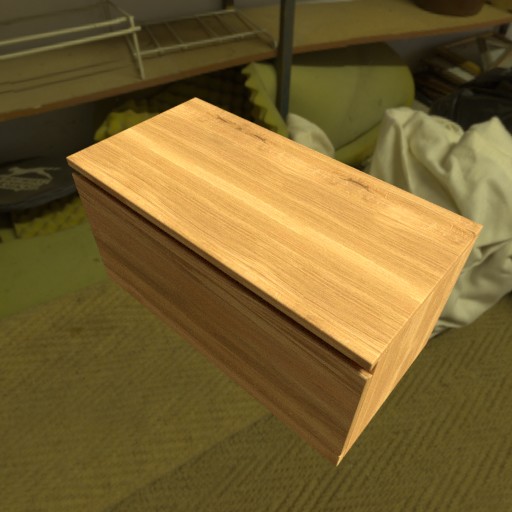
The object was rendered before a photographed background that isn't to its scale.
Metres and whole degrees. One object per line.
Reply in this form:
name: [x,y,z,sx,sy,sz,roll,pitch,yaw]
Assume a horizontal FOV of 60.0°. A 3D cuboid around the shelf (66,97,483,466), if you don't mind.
shelf: [0.000,0.000,1.065,0.800,0.400,0.400,32,53,28]
